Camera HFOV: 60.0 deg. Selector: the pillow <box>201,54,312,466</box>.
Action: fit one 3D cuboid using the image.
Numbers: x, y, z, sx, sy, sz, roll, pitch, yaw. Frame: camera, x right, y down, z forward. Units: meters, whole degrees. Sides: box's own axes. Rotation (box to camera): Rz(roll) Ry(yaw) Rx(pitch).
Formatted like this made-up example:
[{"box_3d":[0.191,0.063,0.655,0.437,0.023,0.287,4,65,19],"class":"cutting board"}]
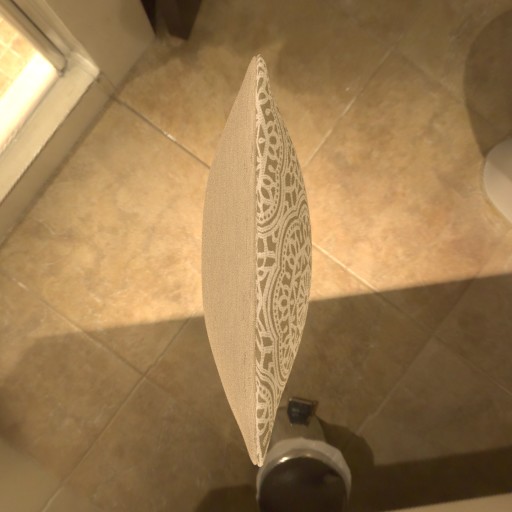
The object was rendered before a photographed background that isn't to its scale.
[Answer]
[{"box_3d":[0.000,0.000,0.667,0.167,0.421,0.438,0,90,0],"class":"pillow"}]
